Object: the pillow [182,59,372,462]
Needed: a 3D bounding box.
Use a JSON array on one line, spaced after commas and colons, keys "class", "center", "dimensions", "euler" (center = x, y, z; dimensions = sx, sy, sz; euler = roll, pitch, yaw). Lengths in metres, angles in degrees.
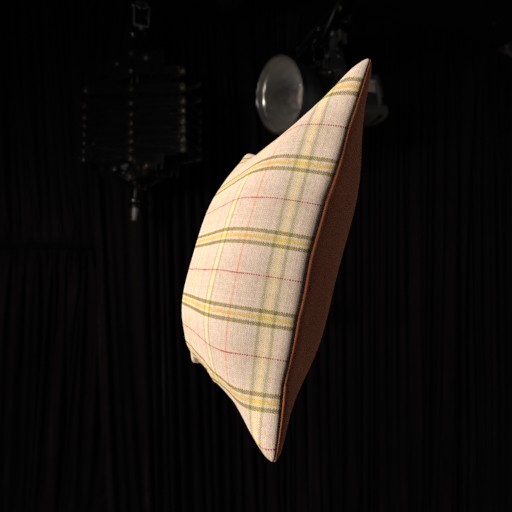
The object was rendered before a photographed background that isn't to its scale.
[{"class": "pillow", "center": [0.000, 0.000, 0.681], "dimensions": [0.200, 0.430, 0.453], "euler": [0, -1, -18]}]
